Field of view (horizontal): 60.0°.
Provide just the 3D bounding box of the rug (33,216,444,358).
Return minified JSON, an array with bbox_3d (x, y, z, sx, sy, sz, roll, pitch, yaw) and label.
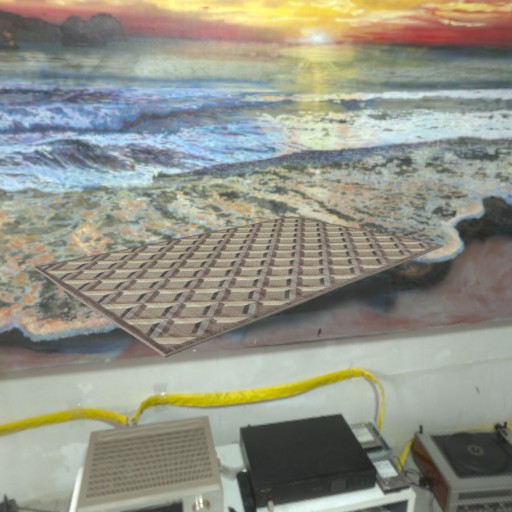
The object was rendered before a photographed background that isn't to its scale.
[{"bbox_3d":[0.000,0.000,2.106,1.677,0.011,1.066,-15,22,-41],"label":"rug"}]
